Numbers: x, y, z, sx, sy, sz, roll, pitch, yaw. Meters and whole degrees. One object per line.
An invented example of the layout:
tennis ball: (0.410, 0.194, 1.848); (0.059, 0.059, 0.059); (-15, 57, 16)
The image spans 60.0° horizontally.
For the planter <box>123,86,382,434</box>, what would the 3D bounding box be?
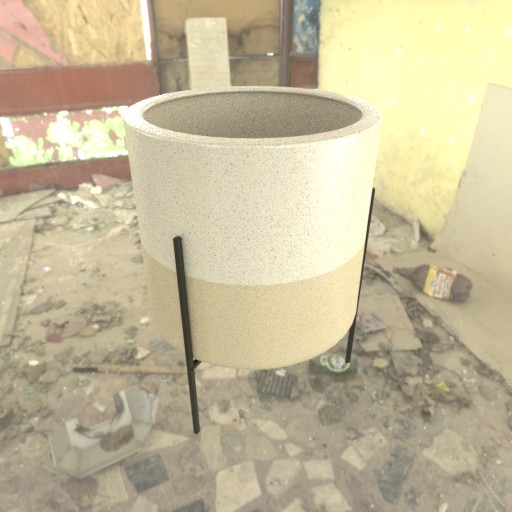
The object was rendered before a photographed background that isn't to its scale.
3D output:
planter: (0.000, 0.000, 0.746); (0.368, 0.484, 0.359); (0, 31, 0)
